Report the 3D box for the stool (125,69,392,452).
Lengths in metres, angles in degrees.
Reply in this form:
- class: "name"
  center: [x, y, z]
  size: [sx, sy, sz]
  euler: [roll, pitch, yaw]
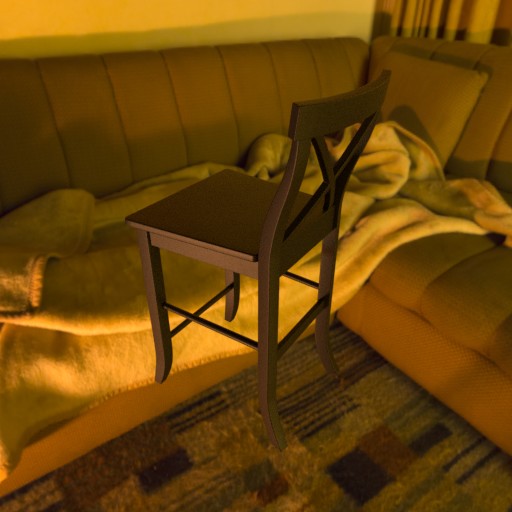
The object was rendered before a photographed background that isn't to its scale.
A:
- class: "stool"
  center: [0.000, 0.000, 1.278]
  size: [0.559, 0.989, 0.452]
  euler: [20, 37, 29]
